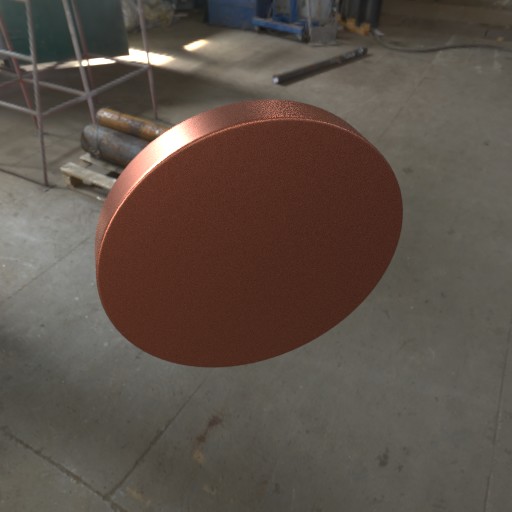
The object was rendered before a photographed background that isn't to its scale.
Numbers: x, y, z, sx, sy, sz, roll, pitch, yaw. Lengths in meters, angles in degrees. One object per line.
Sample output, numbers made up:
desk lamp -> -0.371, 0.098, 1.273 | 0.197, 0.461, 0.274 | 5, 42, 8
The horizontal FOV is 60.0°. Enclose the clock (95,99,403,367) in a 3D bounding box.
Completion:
clock -> 0.000, 0.000, 0.460 | 0.313, 0.313, 0.040 | -11, 42, -13
